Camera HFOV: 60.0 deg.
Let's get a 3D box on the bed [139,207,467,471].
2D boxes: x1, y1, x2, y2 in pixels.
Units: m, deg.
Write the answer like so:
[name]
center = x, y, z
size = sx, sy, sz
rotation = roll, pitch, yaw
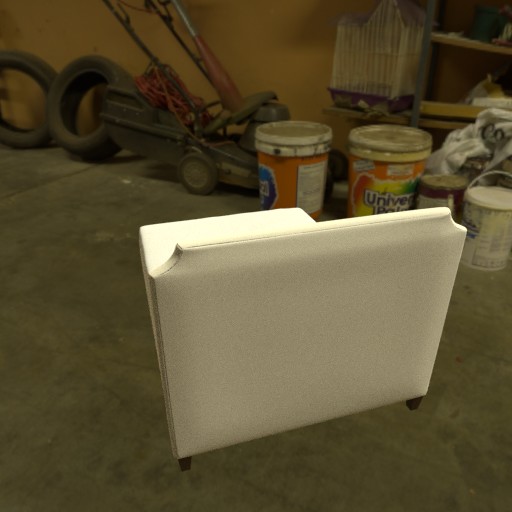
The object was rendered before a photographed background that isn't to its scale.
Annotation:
[bed]
center = 0.000, 0.000, 3.442
size = 1.712, 1.497, 2.372
rotation = -8, 29, -15
